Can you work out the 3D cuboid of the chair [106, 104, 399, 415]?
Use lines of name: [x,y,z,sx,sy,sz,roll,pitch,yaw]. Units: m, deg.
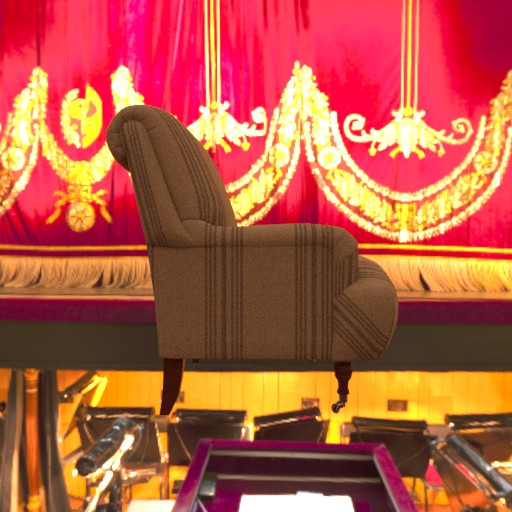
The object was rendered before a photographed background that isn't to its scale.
chair: [0.000,0.000,1.626,0.914,0.940,0.813,0,0,1]
